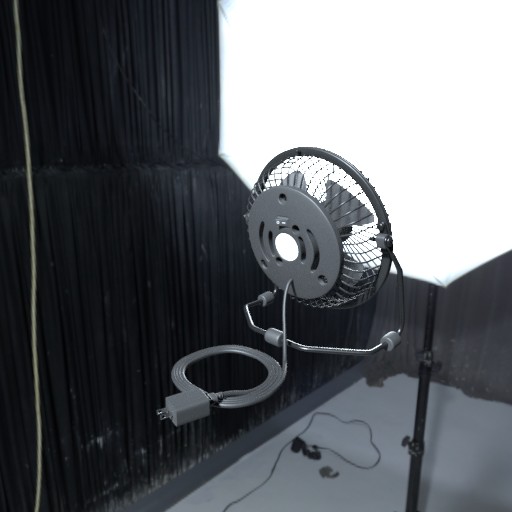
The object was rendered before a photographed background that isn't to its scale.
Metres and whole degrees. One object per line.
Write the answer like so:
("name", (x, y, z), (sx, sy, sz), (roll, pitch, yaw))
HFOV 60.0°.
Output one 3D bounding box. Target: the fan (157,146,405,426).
("fan", (0.000, 0.000, 0.316), (0.202, 0.152, 0.153), (-14, 20, -43))
